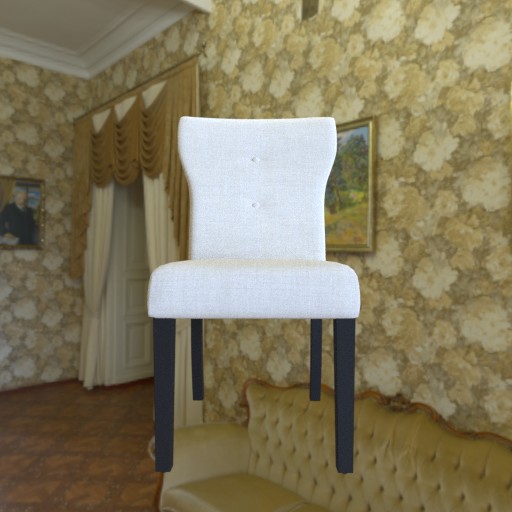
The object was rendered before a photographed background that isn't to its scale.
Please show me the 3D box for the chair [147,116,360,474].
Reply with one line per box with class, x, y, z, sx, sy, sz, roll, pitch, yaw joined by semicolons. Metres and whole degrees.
chair;0.000;0.000;1.209;0.509;0.921;0.597;0;0;1
